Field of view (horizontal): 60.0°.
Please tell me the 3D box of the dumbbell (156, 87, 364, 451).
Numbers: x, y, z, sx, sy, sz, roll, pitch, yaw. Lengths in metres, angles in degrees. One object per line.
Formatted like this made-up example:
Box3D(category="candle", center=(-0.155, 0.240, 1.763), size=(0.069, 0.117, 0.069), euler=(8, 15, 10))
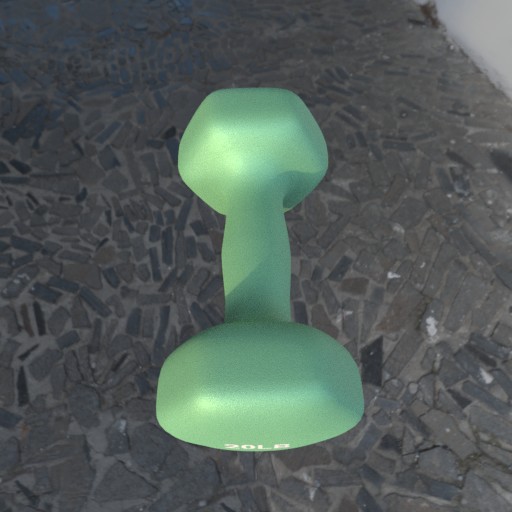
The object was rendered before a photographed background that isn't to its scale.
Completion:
Box3D(category="dumbbell", center=(0.000, 0.000, 0.326), size=(0.129, 0.117, 0.260), euler=(-1, 59, 0))
